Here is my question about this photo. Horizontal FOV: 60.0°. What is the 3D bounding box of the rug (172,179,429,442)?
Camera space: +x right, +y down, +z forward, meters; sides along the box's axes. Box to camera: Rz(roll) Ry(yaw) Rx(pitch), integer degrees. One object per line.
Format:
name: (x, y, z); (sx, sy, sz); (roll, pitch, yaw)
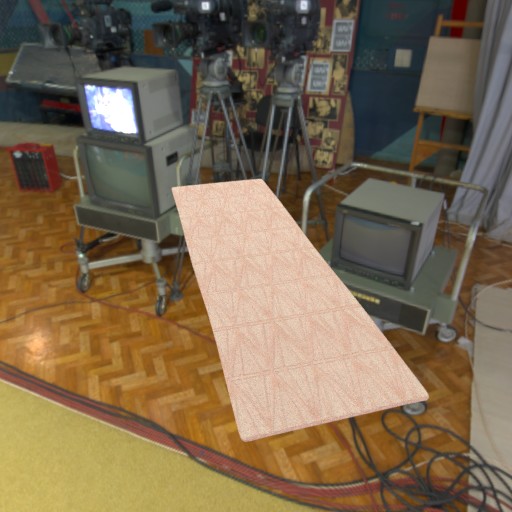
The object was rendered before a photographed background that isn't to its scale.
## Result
rug: (0.000, 0.000, 2.640); (0.760, 0.015, 2.435); (-8, 32, -13)
